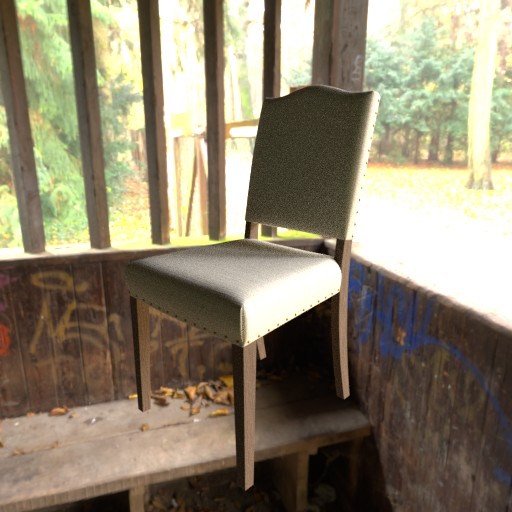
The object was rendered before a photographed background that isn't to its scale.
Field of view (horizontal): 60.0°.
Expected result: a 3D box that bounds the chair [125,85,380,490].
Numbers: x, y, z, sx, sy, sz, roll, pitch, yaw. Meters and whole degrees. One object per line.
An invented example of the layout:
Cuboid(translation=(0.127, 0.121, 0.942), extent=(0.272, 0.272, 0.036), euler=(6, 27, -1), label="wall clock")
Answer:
Cuboid(translation=(0.000, 0.000, 1.353), extent=(0.508, 1.015, 0.619), euler=(15, 21, 42), label="chair")
